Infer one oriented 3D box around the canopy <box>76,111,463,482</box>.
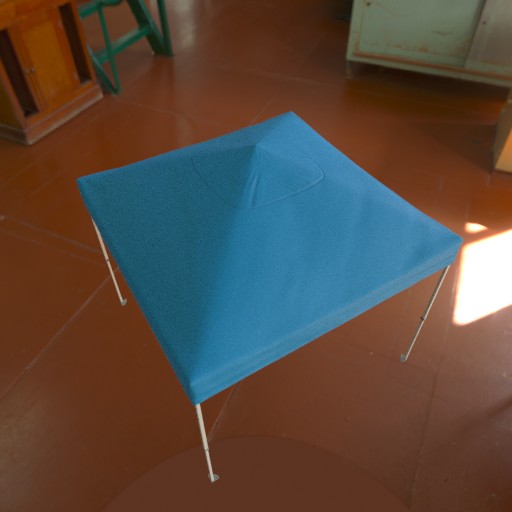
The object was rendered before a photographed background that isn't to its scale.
[{"bbox_3d":[0.000,0.000,5.226,2.996,2.997,2.998,-24,51,-21],"label":"canopy"}]
